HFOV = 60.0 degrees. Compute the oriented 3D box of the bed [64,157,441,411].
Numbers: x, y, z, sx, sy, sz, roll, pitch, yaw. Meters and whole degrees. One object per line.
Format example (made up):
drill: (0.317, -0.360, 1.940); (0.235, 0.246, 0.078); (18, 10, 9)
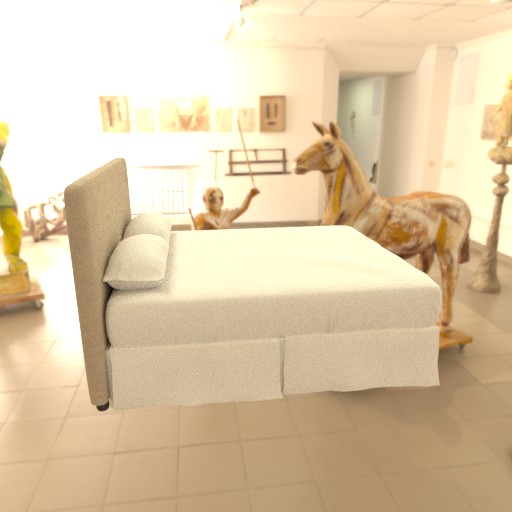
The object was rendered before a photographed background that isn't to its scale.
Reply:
bed: (0.000, 0.000, 3.248); (2.162, 1.330, 1.713); (-3, 17, -8)
